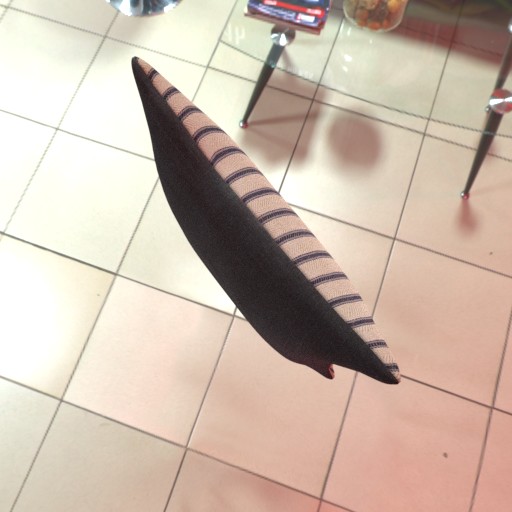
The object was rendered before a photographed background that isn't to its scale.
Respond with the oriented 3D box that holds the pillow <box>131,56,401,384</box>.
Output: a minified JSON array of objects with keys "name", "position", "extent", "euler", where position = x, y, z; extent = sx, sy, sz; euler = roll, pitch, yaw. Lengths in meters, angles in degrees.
[{"name":"pillow","position":[0.000,0.000,0.680],"extent":[0.138,0.444,0.468],"euler":[-37,78,-9]}]
